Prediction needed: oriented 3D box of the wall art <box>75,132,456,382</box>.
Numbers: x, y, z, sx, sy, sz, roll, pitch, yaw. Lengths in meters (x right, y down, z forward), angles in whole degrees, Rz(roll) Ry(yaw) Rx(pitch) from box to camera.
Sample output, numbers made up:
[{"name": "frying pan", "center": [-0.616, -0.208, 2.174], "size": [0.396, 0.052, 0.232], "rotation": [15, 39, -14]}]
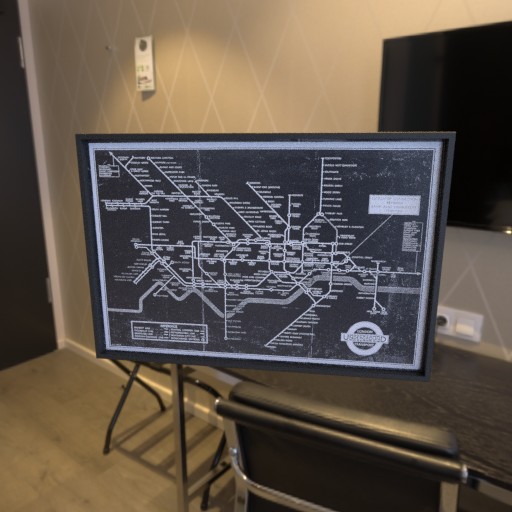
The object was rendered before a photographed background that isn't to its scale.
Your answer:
[{"name": "wall art", "center": [0.000, 0.000, 0.853], "size": [0.671, 0.456, 0.051], "rotation": [2, 14, 8]}]
